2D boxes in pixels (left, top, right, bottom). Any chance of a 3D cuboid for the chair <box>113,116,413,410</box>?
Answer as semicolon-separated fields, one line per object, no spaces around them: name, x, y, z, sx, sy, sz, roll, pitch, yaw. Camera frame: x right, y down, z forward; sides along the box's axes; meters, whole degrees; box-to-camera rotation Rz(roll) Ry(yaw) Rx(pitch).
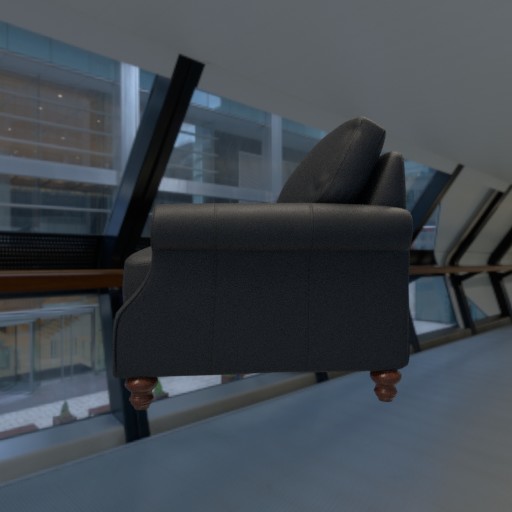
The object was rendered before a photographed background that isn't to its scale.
chair;0.000;0.000;1.797;1.027;0.960;1.015;0;0;0
